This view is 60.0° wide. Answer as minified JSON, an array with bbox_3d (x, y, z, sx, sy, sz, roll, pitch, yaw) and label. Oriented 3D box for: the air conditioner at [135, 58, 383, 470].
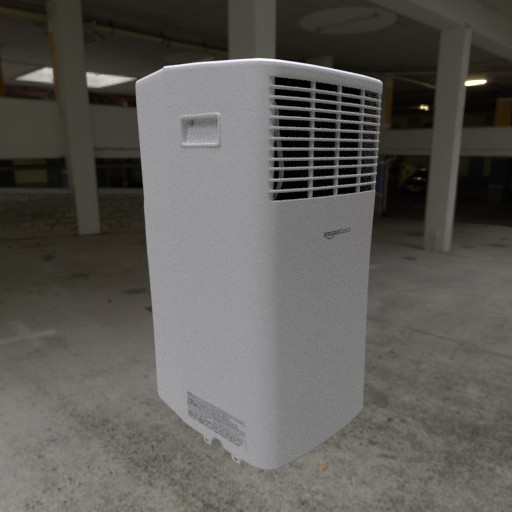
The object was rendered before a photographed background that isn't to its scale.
[{"bbox_3d":[0.000,0.000,0.790,0.304,0.606,0.349,-13,18,-43],"label":"air conditioner"}]
